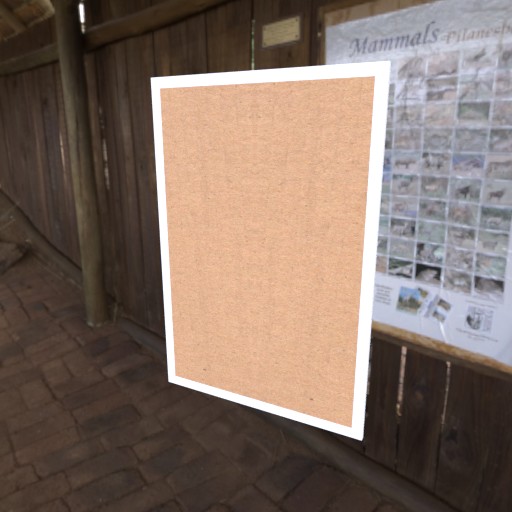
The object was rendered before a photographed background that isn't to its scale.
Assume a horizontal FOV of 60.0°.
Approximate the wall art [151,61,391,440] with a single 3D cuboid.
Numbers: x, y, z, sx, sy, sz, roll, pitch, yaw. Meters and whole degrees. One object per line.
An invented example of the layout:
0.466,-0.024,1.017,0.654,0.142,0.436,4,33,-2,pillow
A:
0.000,0.000,1.241,0.660,0.965,0.015,8,17,26,wall art
